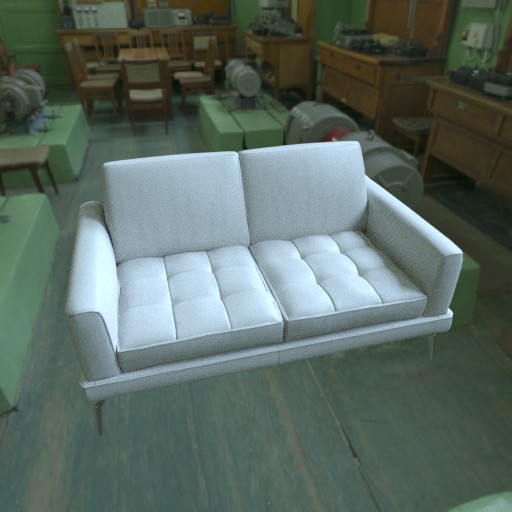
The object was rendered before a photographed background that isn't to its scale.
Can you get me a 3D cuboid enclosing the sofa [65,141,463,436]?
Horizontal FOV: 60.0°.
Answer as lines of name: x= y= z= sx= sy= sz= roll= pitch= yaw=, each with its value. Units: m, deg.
sofa: x=0.000 y=0.000 z=2.366 sx=1.819 sy=0.930 sz=1.121 roll=-8 pitch=33 yaw=-13
